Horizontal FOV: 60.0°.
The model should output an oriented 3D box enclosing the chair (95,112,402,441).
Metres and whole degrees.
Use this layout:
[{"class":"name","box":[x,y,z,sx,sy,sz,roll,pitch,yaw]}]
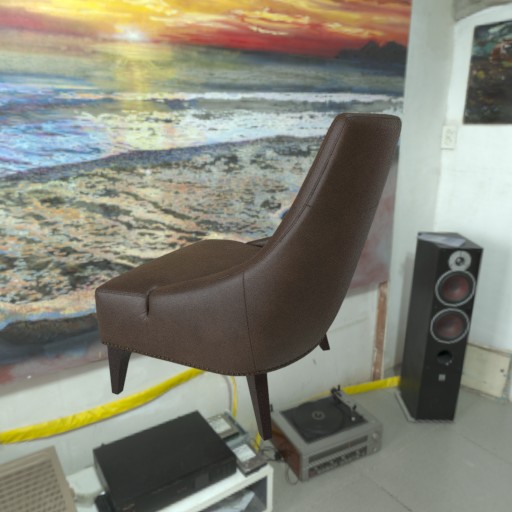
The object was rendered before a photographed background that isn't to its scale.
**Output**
[{"class":"chair","box":[0.000,0.000,1.506,0.861,0.909,0.701,8,18,24]}]
